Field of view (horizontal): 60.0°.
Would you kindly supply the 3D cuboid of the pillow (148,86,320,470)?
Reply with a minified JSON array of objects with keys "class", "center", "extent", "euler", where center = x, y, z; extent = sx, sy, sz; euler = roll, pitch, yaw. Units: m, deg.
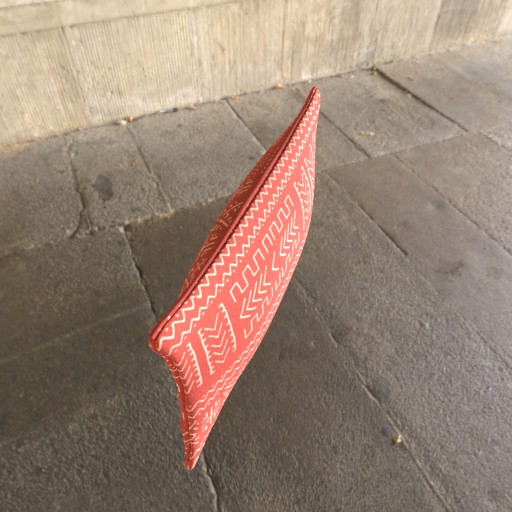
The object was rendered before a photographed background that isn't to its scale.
[{"class":"pillow","center":[0.000,0.000,0.781],"extent":[0.130,0.352,0.640],"euler":[15,47,15]}]
